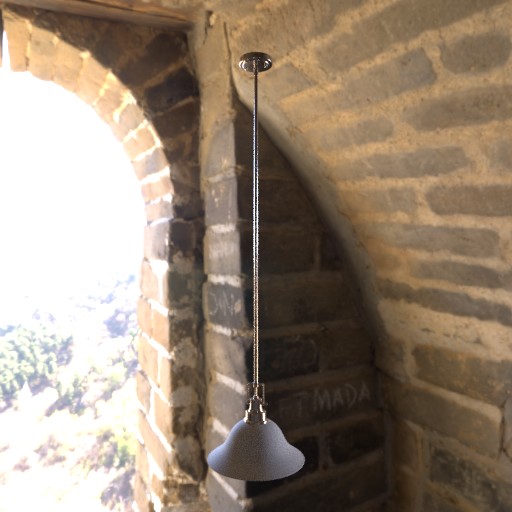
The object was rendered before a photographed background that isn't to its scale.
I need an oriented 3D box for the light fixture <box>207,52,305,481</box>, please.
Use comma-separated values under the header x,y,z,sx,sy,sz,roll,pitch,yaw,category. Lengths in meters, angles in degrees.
x,y,z,sx,sy,sz,roll,pitch,yaw,category
0.000,0.000,1.505,0.324,1.354,0.324,-1,-2,17,light fixture
